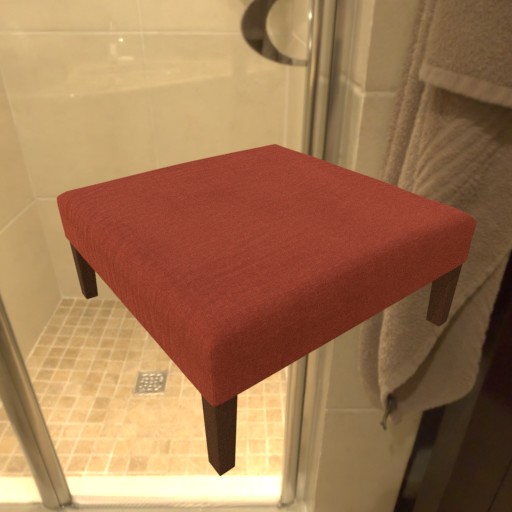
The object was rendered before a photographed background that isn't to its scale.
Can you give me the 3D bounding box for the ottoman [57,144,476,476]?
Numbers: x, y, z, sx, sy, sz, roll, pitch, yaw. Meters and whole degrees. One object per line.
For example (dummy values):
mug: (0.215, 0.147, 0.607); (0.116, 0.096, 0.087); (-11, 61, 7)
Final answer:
ottoman: (0.000, 0.000, 1.384); (0.890, 0.411, 0.889); (-21, 36, -32)
